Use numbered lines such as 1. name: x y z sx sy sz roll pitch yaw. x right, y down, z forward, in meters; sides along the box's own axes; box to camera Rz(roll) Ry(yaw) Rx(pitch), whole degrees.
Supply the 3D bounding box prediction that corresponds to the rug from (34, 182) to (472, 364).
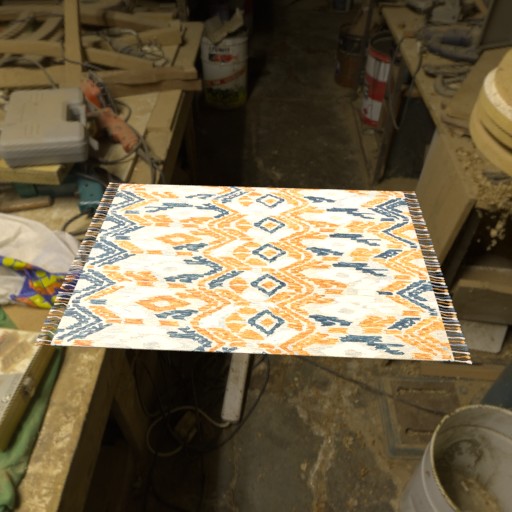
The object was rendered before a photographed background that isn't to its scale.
1. rug: 0.000 0.000 2.976 2.428 0.010 1.533 2 46 2
